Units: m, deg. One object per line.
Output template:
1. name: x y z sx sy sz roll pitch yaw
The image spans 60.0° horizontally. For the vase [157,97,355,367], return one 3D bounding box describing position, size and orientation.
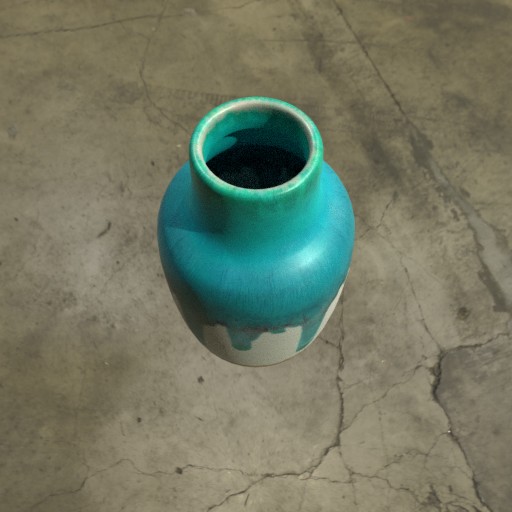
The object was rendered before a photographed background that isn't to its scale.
1. vase: 0.000 0.000 0.258 0.106 0.192 0.106 0 63 0
